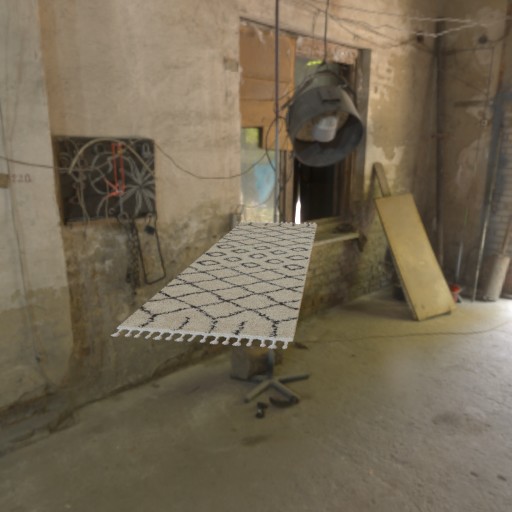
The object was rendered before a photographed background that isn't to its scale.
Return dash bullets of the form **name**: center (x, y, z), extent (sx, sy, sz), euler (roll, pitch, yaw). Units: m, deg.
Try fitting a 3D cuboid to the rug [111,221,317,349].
- **rug**: center (0.000, 0.000, 2.718), extent (0.660, 0.005, 2.464), euler (2, 14, 9)
